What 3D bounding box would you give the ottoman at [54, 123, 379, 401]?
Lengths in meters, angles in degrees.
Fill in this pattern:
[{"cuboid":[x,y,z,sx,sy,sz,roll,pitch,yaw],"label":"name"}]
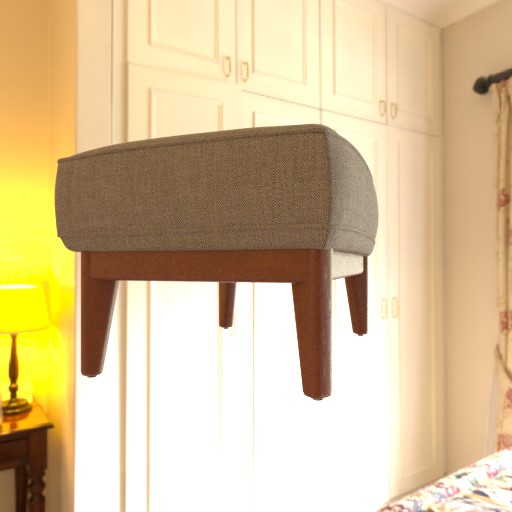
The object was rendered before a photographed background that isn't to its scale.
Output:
[{"cuboid":[0.000,0.000,1.066,0.555,0.458,0.750,0,-1,19],"label":"ottoman"}]
